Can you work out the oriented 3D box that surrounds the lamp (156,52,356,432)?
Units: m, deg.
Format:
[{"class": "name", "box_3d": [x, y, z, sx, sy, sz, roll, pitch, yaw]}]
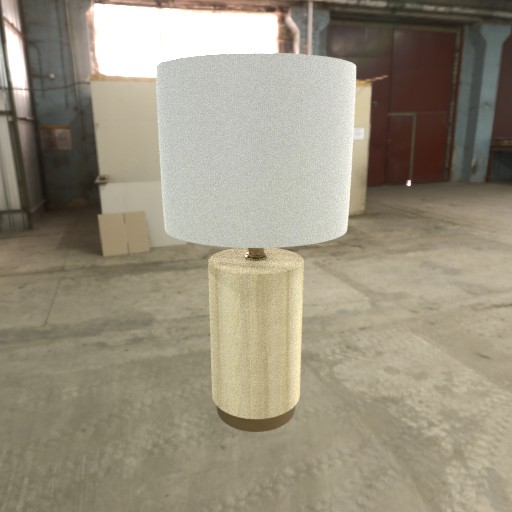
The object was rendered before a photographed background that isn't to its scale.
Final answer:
[{"class": "lamp", "box_3d": [0.000, 0.000, 0.569, 0.228, 0.444, 0.228, 3, 16, 10]}]
